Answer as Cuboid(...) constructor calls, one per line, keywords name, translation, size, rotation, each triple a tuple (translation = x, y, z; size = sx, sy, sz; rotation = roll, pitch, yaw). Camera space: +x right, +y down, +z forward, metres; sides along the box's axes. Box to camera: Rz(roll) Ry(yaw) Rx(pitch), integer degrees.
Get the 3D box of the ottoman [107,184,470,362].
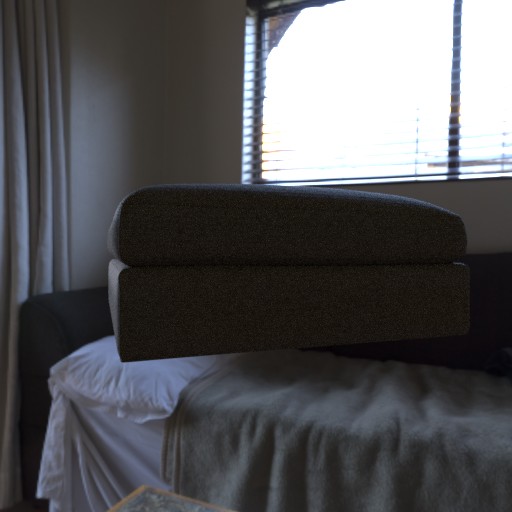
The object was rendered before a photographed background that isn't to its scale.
Cuboid(name="ottoman", translation=(0.000, 0.000, 1.645), size=(1.041, 0.470, 1.041), rotation=(0, 1, -19))
